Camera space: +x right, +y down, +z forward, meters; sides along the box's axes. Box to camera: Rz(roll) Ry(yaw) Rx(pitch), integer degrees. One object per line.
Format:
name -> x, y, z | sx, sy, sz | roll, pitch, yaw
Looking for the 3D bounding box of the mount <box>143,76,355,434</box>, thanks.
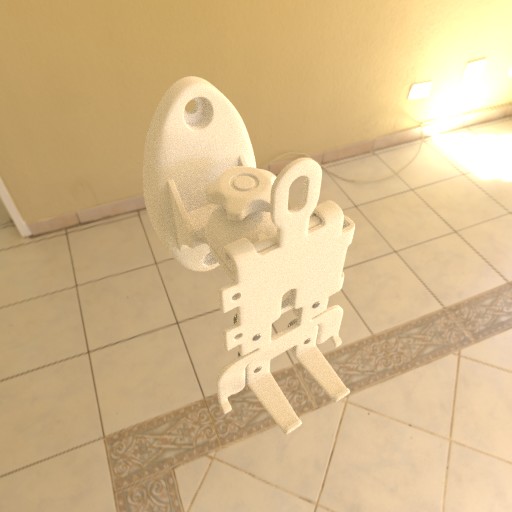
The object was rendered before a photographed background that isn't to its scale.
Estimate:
mount -> 0.000, 0.000, 0.178 | 0.066, 0.118, 0.100 | -25, 52, -21
